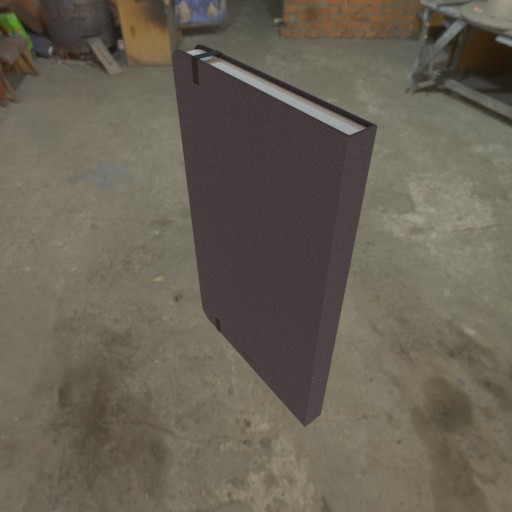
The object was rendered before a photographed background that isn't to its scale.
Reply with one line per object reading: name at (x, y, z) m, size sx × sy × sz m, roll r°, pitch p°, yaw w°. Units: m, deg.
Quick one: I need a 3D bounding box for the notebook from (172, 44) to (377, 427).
notebook at (0.000, 0.000, 0.268) m, size 0.016 × 0.213 × 0.127 m, roll -27°, pitch 49°, yaw -27°
